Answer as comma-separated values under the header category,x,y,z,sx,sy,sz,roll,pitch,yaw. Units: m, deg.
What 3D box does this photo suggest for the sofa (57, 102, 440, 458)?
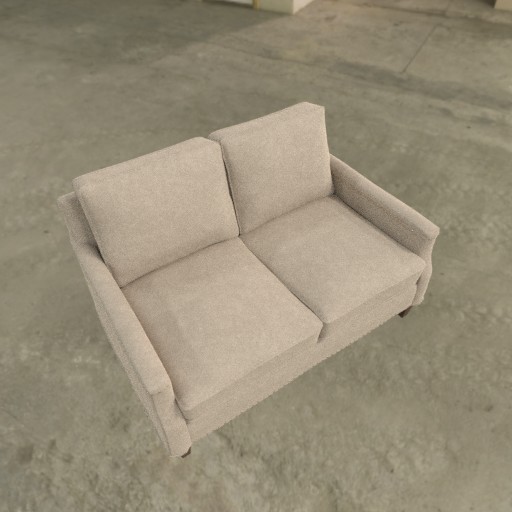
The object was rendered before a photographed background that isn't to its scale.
category,x,y,z,sx,sy,sz,roll,pitch,yaw
sofa,0.000,0.000,2.263,1.597,1.002,1.084,-25,51,-23
